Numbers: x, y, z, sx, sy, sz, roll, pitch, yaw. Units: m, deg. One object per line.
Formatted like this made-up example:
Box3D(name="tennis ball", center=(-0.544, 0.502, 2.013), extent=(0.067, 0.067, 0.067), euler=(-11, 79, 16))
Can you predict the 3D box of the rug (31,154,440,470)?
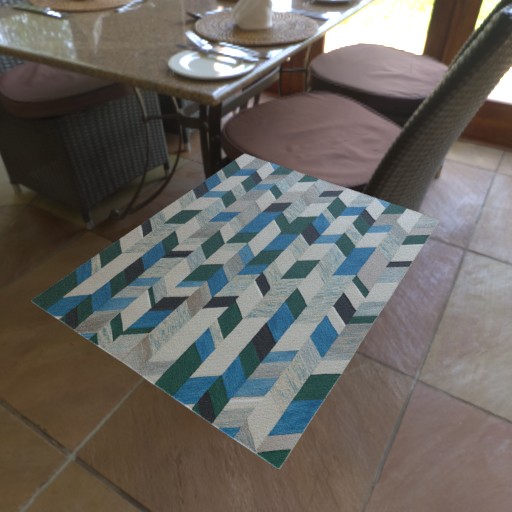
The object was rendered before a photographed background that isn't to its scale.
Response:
Box3D(name="rug", center=(0.000, 0.000, 4.072), extent=(2.440, 0.008, 3.036), euler=(24, 47, 25))
